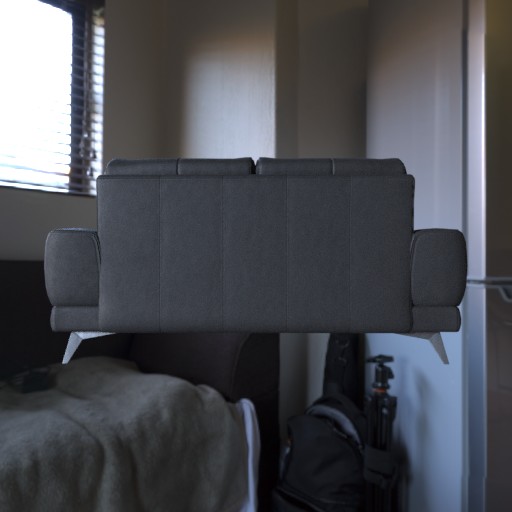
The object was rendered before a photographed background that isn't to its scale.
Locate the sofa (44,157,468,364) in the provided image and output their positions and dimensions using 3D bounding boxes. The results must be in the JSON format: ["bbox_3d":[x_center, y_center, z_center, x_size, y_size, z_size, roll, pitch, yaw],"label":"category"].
[{"bbox_3d":[0.000,0.000,2.338,1.806,0.907,1.018,0,0,0],"label":"sofa"}]
